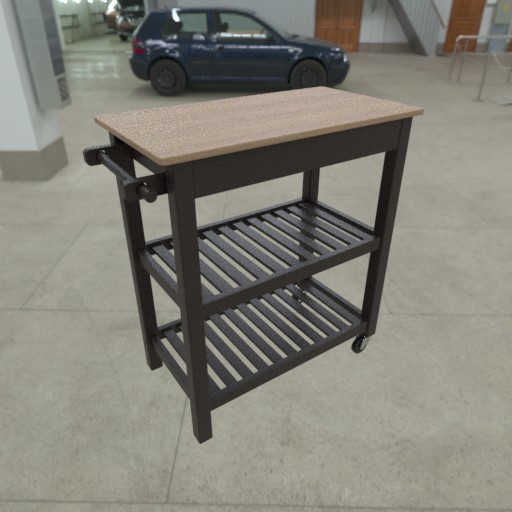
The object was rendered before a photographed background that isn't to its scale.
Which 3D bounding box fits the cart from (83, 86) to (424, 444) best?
[{"bbox_3d":[0.000,0.000,1.479,0.899,0.927,0.457,-19,35,-29],"label":"cart"}]
